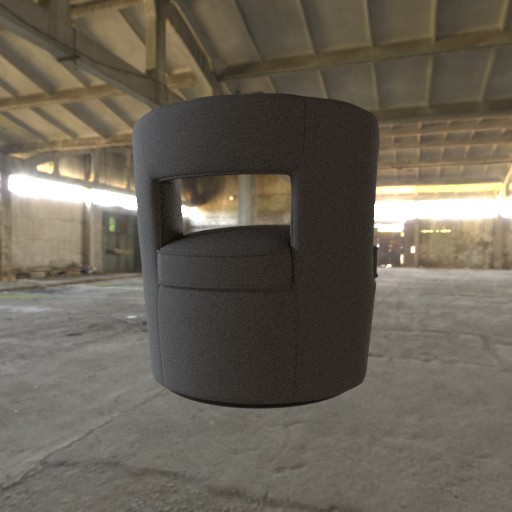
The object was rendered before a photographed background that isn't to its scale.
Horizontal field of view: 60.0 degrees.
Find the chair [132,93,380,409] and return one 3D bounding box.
[{"bbox_3d":[0.000,0.000,1.280,0.689,0.719,0.660,0,1,19],"label":"chair"}]
